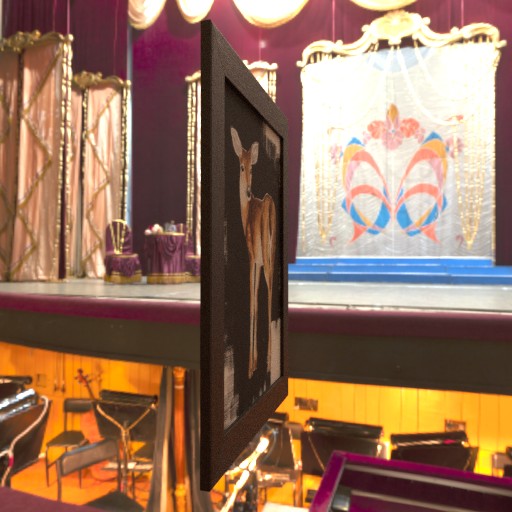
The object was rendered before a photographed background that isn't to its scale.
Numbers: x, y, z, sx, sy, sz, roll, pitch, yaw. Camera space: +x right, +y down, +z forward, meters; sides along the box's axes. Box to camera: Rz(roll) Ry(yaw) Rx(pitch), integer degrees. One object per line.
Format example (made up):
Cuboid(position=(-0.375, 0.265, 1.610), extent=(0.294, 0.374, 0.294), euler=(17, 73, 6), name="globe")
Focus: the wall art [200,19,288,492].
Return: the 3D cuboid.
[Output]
Cuboid(position=(0.000, 0.000, 0.648), extent=(0.013, 0.508, 0.359), euler=(0, -1, 18), name="wall art")
